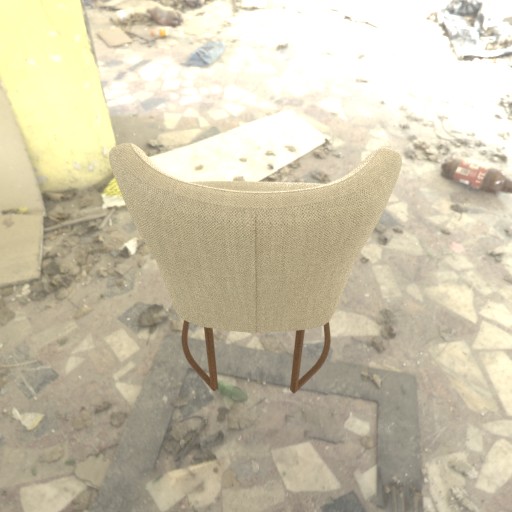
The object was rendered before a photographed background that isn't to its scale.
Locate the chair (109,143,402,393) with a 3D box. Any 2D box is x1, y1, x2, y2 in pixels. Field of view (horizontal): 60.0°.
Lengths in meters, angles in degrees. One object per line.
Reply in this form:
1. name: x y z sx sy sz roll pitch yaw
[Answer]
1. chair: 0.000 0.000 1.250 0.611 0.824 0.617 1 46 1
